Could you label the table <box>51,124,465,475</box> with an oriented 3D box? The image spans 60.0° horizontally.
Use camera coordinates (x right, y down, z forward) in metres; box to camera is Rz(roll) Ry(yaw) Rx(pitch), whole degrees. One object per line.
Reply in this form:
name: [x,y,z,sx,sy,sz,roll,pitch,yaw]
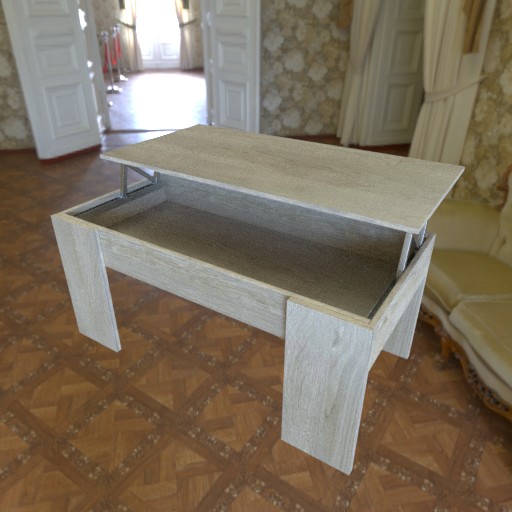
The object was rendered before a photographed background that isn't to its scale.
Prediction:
table: [0.000,0.000,1.415,1.000,0.570,0.711,18,34,28]
